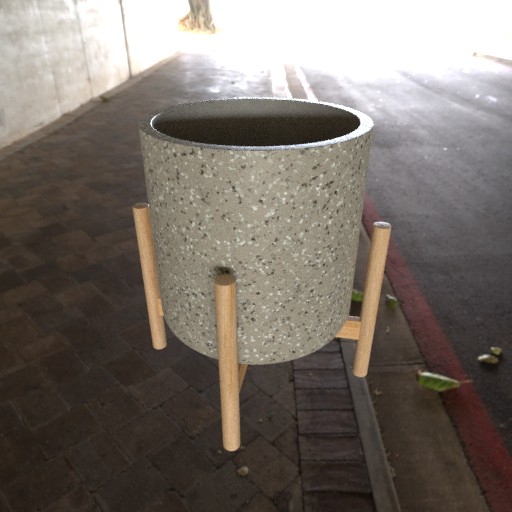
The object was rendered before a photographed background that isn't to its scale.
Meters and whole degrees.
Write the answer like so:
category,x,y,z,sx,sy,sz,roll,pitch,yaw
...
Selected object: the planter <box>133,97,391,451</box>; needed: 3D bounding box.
category,x,y,z,sx,sy,sz,roll,pitch,yaw
planter,0.000,0.000,0.689,0.360,0.419,0.360,18,34,29
